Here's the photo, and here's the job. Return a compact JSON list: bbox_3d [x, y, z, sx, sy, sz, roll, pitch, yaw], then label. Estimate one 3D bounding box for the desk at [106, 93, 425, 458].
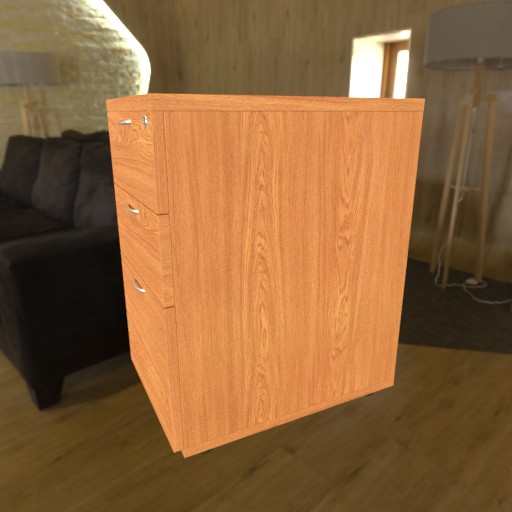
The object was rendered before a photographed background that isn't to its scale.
[{"bbox_3d":[0.000,0.000,1.094,0.600,0.730,0.404,-9,20,-25],"label":"desk"}]
